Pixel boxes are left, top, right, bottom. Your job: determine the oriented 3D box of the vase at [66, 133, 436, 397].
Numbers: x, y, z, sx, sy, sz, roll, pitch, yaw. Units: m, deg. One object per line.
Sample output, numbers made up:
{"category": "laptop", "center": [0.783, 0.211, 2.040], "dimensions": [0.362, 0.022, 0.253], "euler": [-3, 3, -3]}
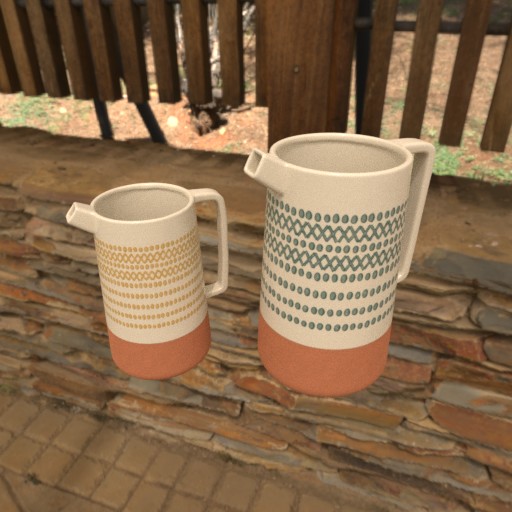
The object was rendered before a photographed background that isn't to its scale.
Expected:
{"category": "vase", "center": [0.000, 0.000, 0.456], "dimensions": [0.326, 0.247, 0.168], "euler": [7, 31, 12]}
